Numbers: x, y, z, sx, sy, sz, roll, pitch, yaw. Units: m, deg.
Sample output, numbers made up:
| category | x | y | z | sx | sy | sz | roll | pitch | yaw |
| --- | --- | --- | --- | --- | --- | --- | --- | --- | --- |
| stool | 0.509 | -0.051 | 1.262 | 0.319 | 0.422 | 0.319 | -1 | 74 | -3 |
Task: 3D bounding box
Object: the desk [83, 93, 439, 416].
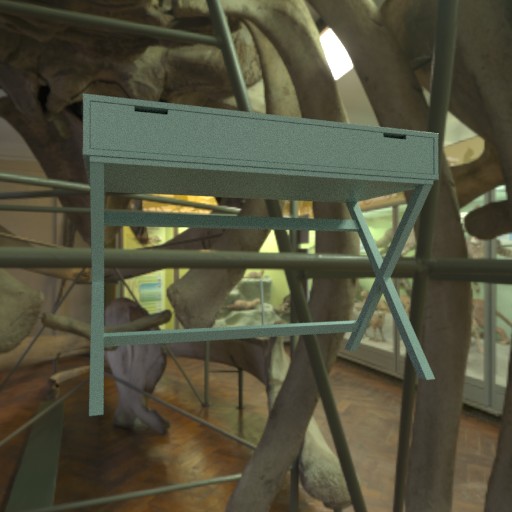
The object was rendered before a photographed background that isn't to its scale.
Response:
| category | x | y | z | sx | sy | sz | roll | pitch | yaw |
| --- | --- | --- | --- | --- | --- | --- | --- | --- | --- |
| desk | 0.000 | 0.000 | 1.478 | 1.059 | 0.780 | 0.509 | 0 | 0 | -19 |
